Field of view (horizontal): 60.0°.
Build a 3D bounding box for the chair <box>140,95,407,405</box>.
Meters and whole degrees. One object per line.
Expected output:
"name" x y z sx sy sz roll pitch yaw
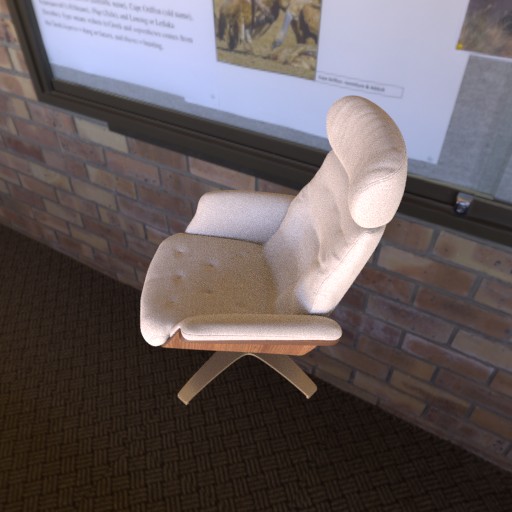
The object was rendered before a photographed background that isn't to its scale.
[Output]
"chair" 0.000 0.000 1.567 0.837 0.995 0.785 -1 41 -1
